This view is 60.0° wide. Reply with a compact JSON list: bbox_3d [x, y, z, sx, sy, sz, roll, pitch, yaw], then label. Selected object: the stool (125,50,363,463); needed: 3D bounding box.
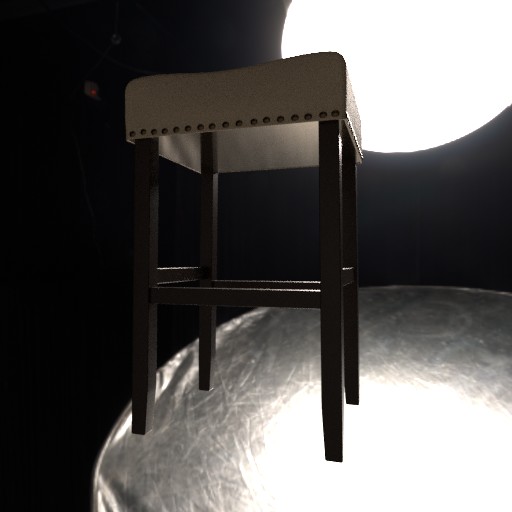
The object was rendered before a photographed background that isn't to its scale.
[{"bbox_3d":[0.000,0.000,1.057,0.471,0.762,0.401,0,-1,18],"label":"stool"}]
